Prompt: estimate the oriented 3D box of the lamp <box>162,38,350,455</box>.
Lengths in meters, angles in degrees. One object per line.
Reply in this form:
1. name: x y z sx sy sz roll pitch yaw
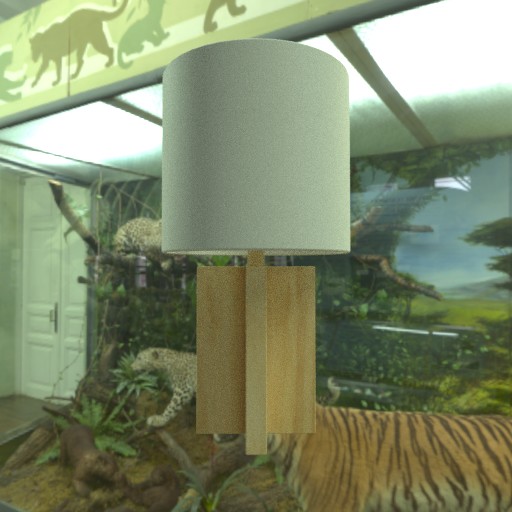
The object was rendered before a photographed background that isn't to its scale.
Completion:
1. lamp: 0.000 0.000 0.549 0.229 0.428 0.229 0 -1 0
